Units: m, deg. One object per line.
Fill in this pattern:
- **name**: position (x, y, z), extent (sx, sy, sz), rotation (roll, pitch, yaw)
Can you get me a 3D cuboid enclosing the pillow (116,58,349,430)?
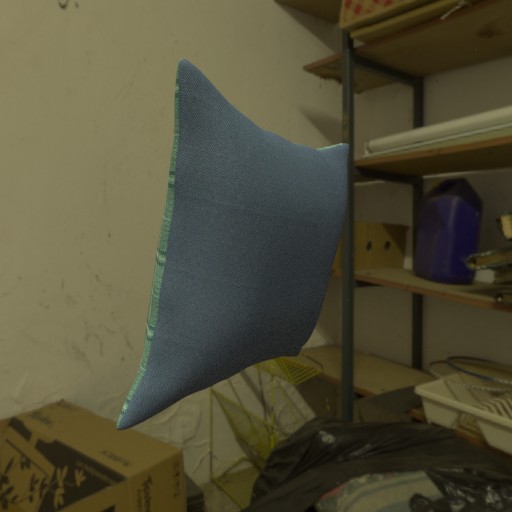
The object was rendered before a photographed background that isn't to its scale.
- **pillow**: position (0.000, 0.000, 0.697), extent (0.200, 0.430, 0.453), rotation (0, 0, 35)
